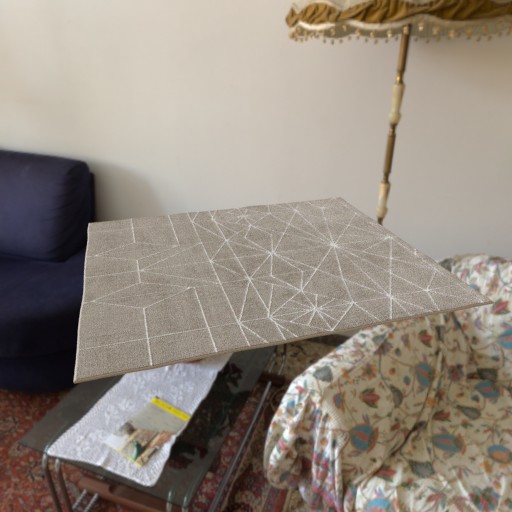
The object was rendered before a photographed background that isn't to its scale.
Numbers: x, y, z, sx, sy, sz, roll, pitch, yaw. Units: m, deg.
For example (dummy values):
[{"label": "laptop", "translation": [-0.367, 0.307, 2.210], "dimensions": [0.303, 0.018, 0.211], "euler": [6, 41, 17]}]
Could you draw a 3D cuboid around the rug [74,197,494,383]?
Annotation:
[{"label": "rug", "translation": [0.000, 0.000, 0.866], "dimensions": [0.639, 0.006, 0.548], "euler": [-8, 27, -15]}]
